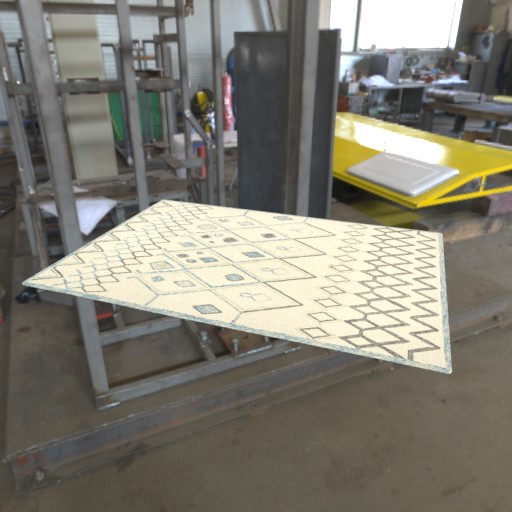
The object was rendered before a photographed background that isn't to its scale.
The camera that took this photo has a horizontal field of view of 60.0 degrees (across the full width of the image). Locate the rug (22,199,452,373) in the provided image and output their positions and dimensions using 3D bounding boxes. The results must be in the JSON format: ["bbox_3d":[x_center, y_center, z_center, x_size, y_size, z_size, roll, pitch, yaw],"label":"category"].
[{"bbox_3d":[0.000,0.000,2.276,1.820,0.009,1.260,9,27,17],"label":"rug"}]
